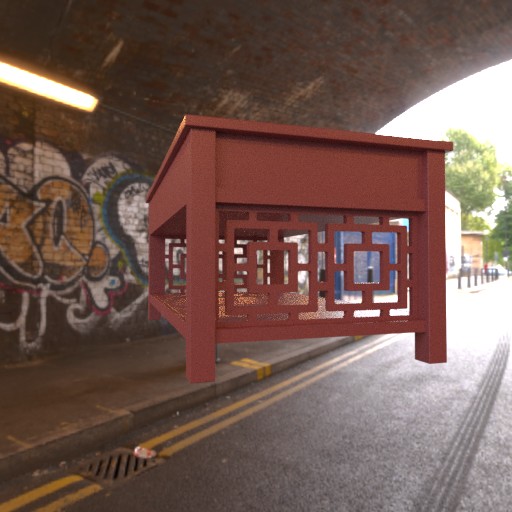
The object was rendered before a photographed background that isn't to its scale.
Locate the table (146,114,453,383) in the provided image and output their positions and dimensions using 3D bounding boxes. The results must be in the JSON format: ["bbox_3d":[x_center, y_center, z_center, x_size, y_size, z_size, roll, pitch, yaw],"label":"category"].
[{"bbox_3d":[0.000,0.000,1.405,0.612,0.493,1.068,0,-1,-18],"label":"table"}]
